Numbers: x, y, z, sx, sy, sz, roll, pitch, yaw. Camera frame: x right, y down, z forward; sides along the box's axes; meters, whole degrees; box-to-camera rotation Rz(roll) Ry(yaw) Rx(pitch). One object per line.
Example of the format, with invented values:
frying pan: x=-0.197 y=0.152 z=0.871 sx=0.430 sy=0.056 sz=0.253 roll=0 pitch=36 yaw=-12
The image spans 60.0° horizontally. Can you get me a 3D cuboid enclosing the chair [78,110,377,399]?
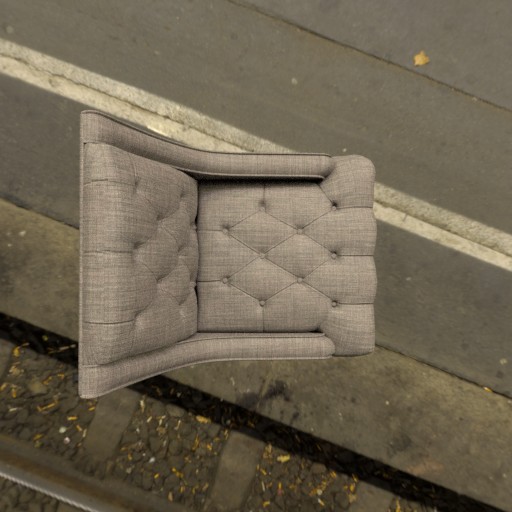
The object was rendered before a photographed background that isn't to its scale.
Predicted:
chair: x=0.000 y=0.000 z=1.394 sx=0.771 sy=0.891 sz=0.655 roll=0 pitch=89 yaw=0
